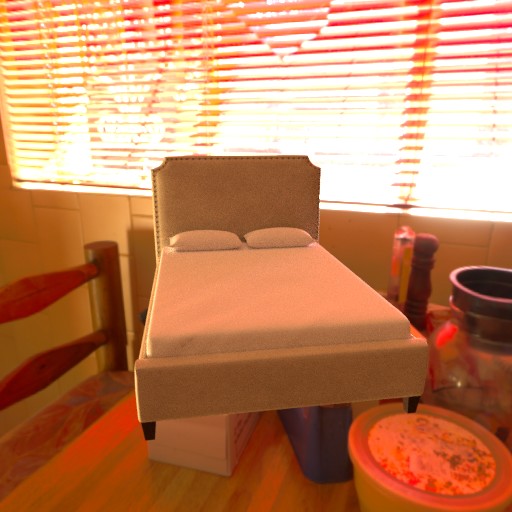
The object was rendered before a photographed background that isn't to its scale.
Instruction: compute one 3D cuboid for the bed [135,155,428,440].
[{"bbox_3d":[0.000,0.000,3.506,1.712,1.443,2.372,-2,16,-9],"label":"bed"}]
